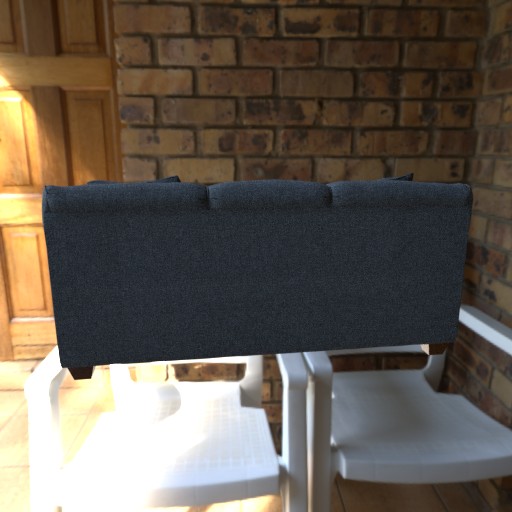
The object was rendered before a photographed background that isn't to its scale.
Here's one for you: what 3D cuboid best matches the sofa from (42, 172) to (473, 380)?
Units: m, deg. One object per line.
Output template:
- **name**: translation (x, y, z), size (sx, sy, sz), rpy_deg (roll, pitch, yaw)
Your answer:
- **sofa**: translation (0.000, 0.000, 2.575), size (2.024, 0.958, 0.997), rpy_deg (-2, 14, -8)
